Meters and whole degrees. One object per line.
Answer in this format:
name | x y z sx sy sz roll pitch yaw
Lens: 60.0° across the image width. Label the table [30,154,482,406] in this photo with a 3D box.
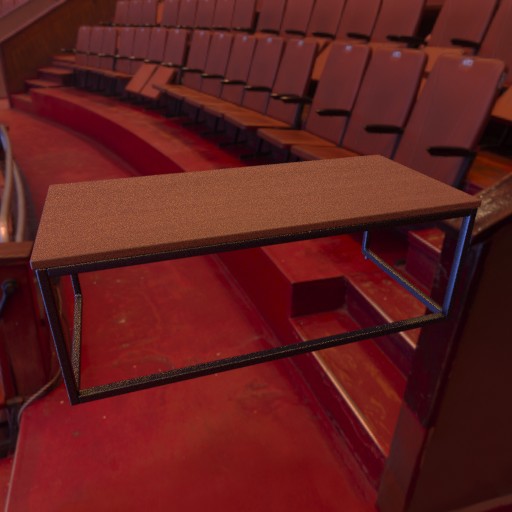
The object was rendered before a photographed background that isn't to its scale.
table | 0.000 0.000 1.324 1.100 0.400 0.500 -9 29 -16
